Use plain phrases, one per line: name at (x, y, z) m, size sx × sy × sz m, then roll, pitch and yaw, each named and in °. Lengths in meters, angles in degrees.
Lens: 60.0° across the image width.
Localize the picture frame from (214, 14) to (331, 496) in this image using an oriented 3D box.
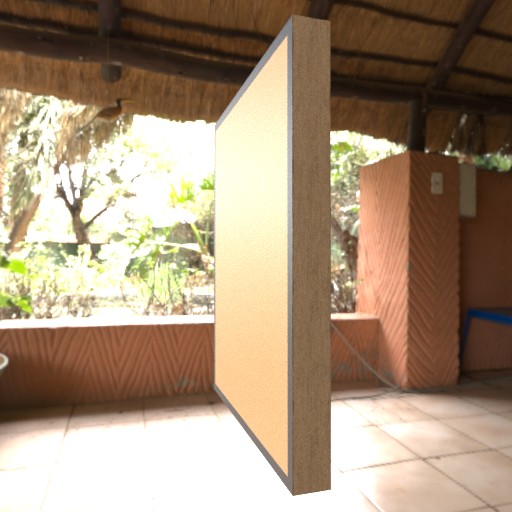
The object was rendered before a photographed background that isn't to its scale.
picture frame at (0.000, 0.000, 0.691) m, size 0.046 × 0.526 × 0.421 m, roll 0°, pitch -1°, yaw -17°
